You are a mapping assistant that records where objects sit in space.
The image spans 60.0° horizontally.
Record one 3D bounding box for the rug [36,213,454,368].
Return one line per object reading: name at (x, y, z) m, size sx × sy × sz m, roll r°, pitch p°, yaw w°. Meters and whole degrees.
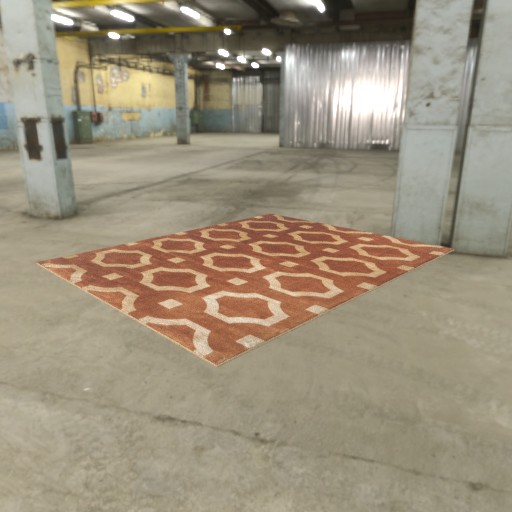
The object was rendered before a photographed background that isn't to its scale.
rug at (0.000, 0.000, 4.136) m, size 2.466 × 0.021 × 3.049 m, roll 16°, pitch 23°, yaw 42°
